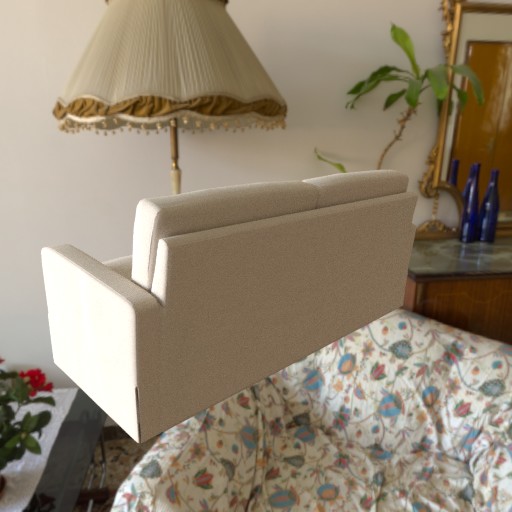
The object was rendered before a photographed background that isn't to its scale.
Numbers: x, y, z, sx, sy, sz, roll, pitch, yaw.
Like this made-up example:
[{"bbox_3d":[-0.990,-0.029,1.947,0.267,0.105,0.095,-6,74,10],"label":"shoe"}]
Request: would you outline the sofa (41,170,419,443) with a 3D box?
[{"bbox_3d":[0.000,0.000,2.250,1.808,0.831,0.894,-15,22,-42],"label":"sofa"}]
